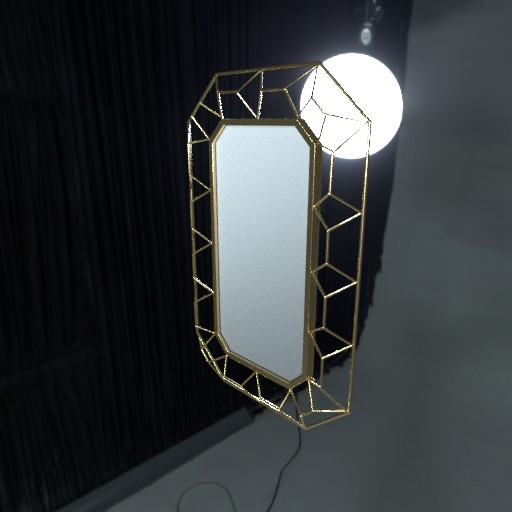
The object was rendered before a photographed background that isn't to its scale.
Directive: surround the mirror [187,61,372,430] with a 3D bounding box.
[{"bbox_3d":[0.000,0.000,1.101,0.572,0.870,0.051,16,23,43],"label":"mirror"}]
